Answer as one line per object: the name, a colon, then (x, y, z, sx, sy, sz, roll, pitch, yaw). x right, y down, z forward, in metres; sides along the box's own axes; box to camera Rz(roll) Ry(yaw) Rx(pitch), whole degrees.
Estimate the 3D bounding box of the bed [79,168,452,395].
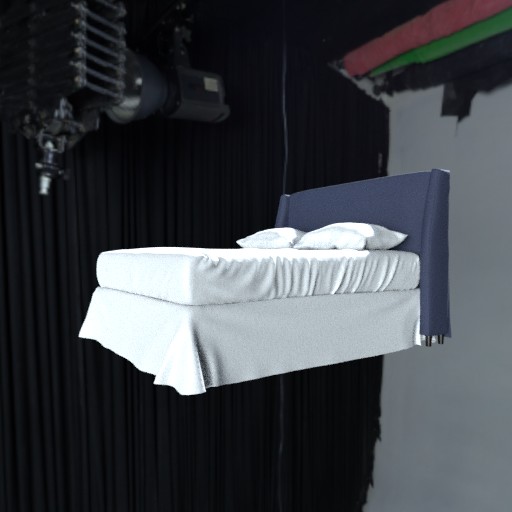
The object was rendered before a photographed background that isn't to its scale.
bed: (0.000, 0.000, 3.469, 2.276, 1.332, 1.925, 0, 1, -35)
